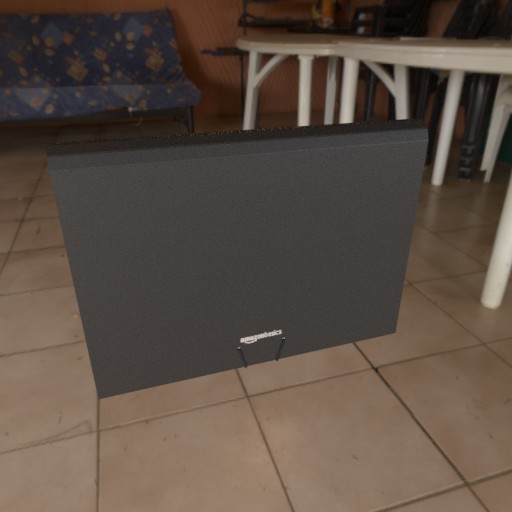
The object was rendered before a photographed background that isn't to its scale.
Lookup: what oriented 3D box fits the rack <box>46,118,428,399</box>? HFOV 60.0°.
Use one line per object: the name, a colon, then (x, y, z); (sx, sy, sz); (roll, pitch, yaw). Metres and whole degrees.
rack: (0.000, 0.000, 0.432); (0.330, 0.241, 0.041); (-9, 28, -16)
